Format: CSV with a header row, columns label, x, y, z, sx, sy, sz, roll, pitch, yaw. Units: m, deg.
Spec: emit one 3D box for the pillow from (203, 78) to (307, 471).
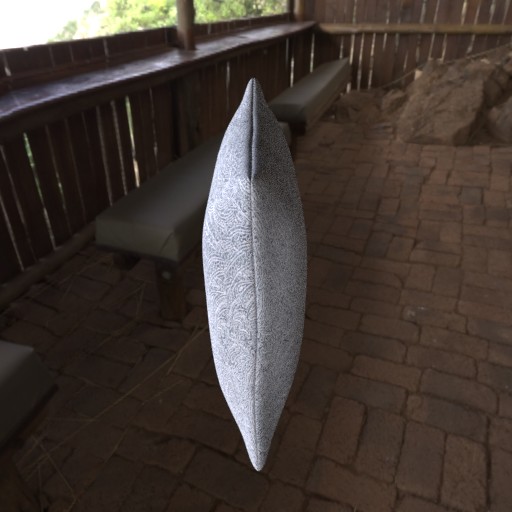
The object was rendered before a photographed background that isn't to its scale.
label,x,y,z,sx,sy,sz,roll,pitch,yaw
pillow,0.000,0.000,0.804,0.166,0.510,0.523,0,33,0
